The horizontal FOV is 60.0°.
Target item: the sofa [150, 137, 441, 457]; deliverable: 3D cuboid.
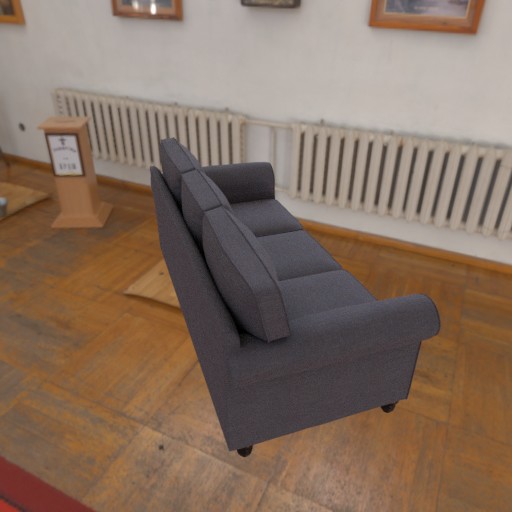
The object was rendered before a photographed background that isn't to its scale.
[{"bbox_3d":[0.000,0.000,2.588,0.909,0.966,2.084,-10,31,-17],"label":"sofa"}]
